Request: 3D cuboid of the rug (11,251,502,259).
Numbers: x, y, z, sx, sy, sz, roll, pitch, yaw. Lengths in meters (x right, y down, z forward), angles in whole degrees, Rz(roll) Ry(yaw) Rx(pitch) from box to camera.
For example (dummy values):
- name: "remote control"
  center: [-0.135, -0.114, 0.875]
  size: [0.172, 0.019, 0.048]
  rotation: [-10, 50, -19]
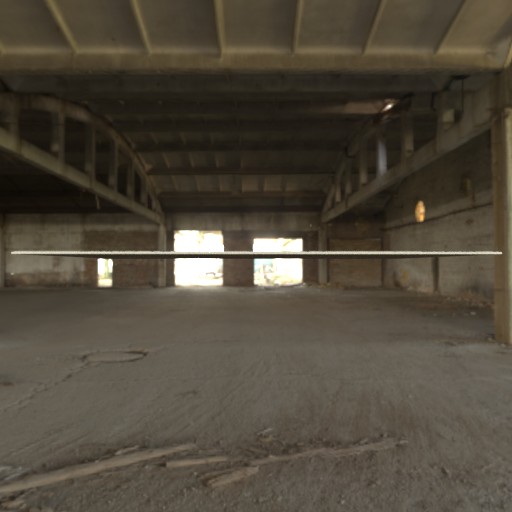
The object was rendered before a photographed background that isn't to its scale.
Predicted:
- name: "rug"
  center: [0.000, 0.000, 2.253]
  size: [1.831, 0.012, 1.213]
  rotation: [0, -1, -1]
